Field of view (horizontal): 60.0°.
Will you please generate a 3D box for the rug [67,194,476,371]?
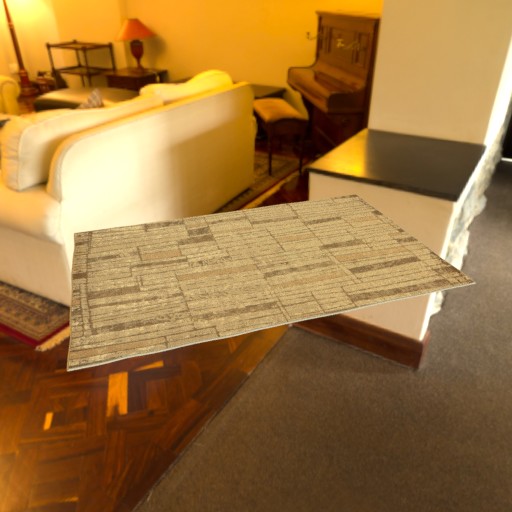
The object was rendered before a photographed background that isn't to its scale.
[{"bbox_3d":[0.000,0.000,3.105,2.444,0.023,1.531,-10,32,-16],"label":"rug"}]
